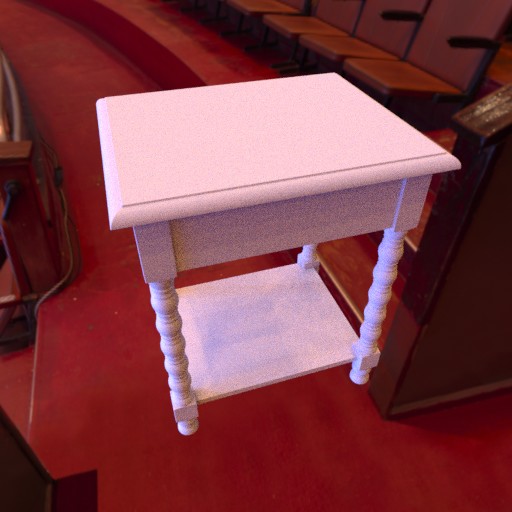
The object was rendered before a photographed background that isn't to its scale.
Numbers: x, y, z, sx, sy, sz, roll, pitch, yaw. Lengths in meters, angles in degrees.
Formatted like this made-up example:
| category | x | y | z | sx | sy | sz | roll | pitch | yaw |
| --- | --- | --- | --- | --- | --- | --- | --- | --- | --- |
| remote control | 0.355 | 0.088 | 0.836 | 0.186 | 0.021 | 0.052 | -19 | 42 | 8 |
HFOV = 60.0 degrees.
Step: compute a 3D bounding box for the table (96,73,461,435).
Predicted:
| category | x | y | z | sx | sy | sz | roll | pitch | yaw |
| --- | --- | --- | --- | --- | --- | --- | --- | --- | --- |
| table | 0.000 | 0.000 | 0.842 | 0.460 | 0.531 | 0.381 | -12 | 41 | -14 |
